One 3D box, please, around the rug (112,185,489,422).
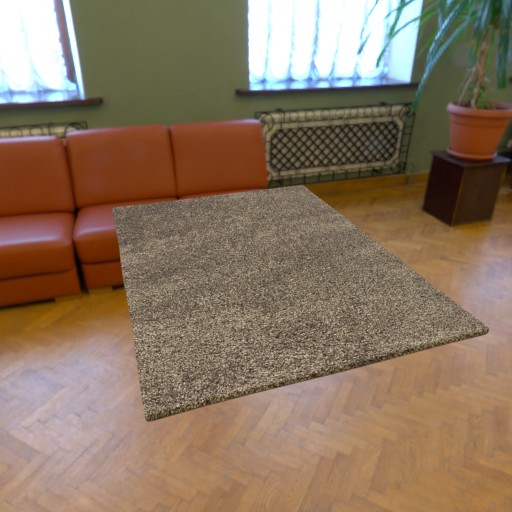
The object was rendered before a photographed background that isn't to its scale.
[{"bbox_3d":[0.000,0.000,2.059,1.198,0.025,1.601,-9,30,-17],"label":"rug"}]
